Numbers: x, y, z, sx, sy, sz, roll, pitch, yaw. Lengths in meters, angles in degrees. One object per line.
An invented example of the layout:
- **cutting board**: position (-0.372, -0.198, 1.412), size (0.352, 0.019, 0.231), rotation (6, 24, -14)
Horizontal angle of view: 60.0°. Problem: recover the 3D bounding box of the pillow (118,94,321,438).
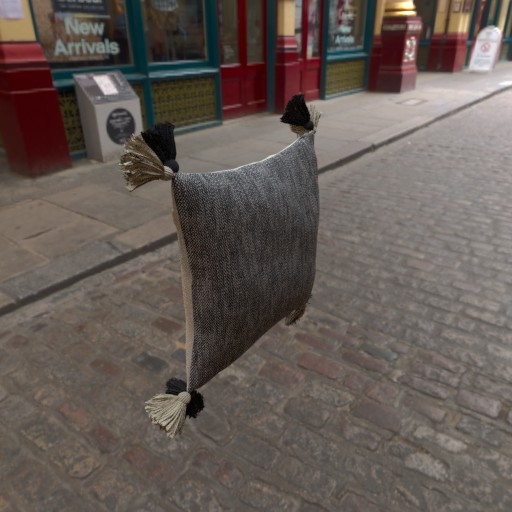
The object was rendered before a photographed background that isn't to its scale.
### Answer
- **pillow**: position (0.000, 0.000, 1.007), size (0.170, 0.659, 0.654), rotation (18, 31, 32)
